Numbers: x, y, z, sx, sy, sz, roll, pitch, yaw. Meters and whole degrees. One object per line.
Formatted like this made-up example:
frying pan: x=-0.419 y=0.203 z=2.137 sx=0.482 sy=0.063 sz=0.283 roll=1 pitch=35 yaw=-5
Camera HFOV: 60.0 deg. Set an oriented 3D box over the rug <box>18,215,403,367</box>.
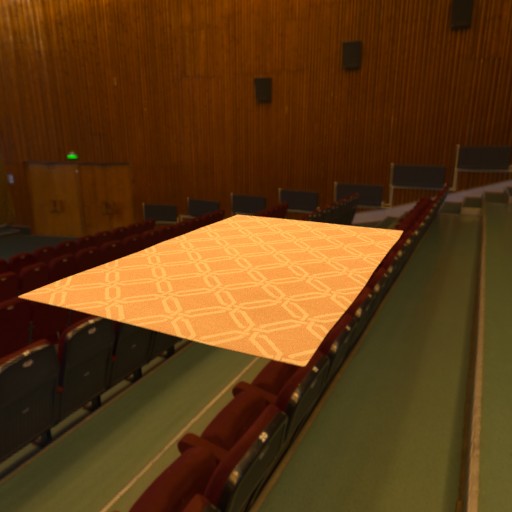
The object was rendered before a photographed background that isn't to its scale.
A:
rug: x=0.000 y=0.000 z=2.162 sx=1.146 sy=0.010 sz=1.745 roll=8 pitch=18 yaw=25
